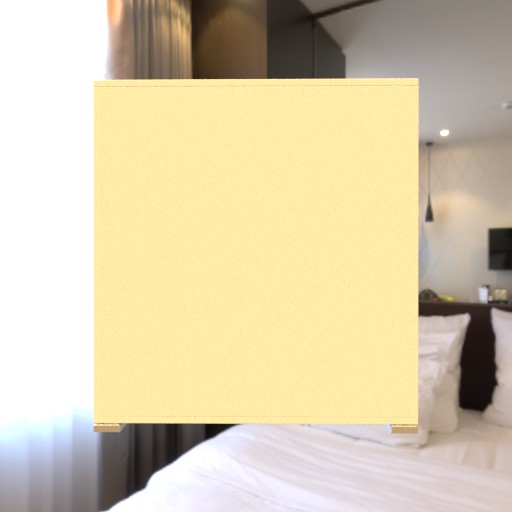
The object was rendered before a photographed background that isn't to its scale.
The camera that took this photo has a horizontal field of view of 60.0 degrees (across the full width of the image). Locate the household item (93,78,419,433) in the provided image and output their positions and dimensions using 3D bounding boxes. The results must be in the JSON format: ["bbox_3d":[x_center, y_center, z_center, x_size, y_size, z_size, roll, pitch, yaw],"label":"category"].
[{"bbox_3d":[0.000,0.000,1.300,0.800,0.870,0.420,0,0,1],"label":"household item"}]
